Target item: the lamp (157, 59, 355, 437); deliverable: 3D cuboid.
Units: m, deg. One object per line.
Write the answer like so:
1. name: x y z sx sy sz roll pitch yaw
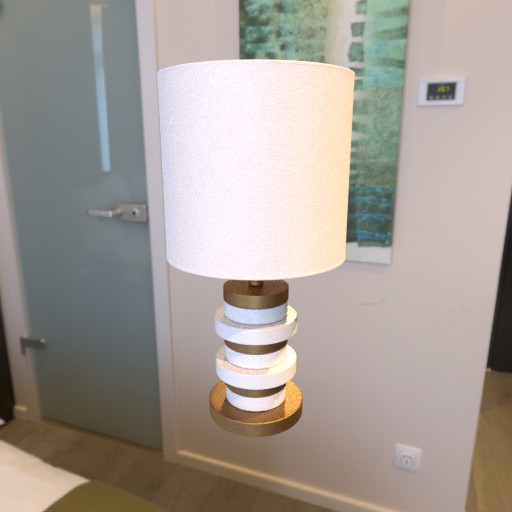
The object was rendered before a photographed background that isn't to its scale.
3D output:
1. lamp: 0.000 0.000 0.530 0.210 0.410 0.210 -2 15 -9
